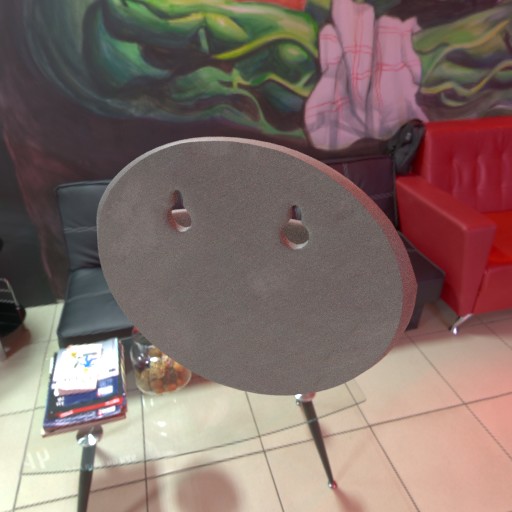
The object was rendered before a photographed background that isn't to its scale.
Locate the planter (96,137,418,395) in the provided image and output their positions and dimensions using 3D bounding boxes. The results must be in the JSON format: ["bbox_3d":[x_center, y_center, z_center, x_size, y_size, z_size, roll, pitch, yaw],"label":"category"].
[{"bbox_3d":[0.000,0.000,0.276,0.190,0.164,0.073,9,32,15],"label":"planter"}]
